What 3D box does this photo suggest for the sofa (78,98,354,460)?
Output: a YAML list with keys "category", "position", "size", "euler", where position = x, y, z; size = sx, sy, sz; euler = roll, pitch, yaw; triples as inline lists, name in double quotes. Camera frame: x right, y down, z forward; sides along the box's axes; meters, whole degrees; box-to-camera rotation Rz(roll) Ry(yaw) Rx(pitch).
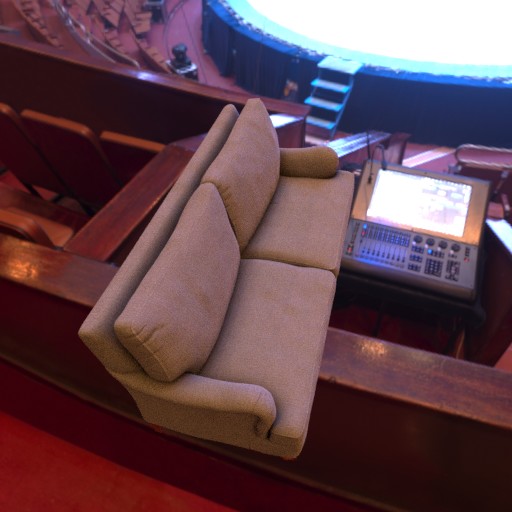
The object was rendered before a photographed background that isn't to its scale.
- category: "sofa"
  position: [0.000, 0.000, 2.855]
  size: [1.069, 1.096, 2.193]
  euler: [11, 48, 10]
